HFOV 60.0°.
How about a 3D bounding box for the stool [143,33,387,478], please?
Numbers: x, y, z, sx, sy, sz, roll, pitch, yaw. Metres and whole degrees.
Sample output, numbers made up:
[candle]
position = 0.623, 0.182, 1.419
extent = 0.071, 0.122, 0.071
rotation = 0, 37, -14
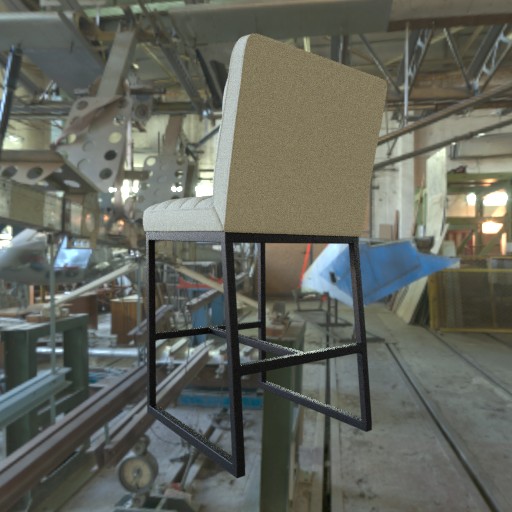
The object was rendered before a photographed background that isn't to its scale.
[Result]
[stool]
position = 0.000, 0.000, 1.251
extent = 0.460, 0.940, 0.560
rotation = 0, 0, -36
